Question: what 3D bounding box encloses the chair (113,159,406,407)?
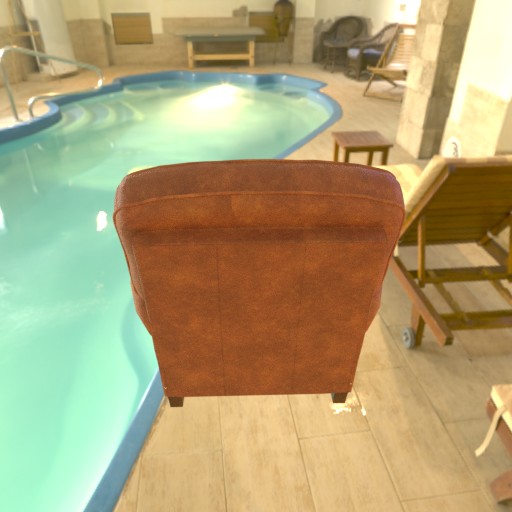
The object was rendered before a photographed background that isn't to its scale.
[{"bbox_3d":[0.000,0.000,1.758,0.936,1.018,0.986,-1,32,-1],"label":"chair"}]
